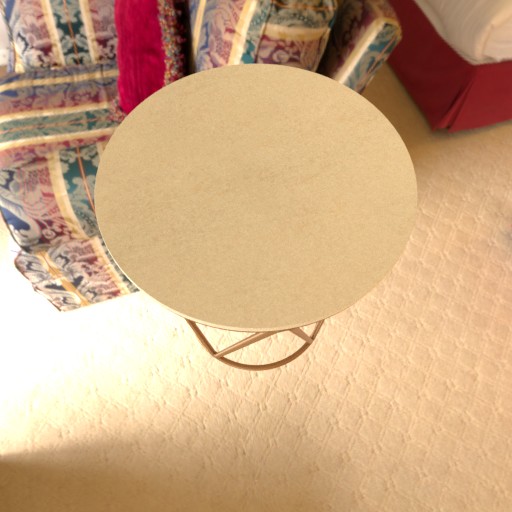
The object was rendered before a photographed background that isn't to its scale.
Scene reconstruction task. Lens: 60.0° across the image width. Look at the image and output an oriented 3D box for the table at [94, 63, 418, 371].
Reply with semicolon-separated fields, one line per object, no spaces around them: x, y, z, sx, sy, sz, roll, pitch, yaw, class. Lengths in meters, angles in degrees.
0.000;0.000;0.944;0.500;0.564;0.500;0;63;0;table
